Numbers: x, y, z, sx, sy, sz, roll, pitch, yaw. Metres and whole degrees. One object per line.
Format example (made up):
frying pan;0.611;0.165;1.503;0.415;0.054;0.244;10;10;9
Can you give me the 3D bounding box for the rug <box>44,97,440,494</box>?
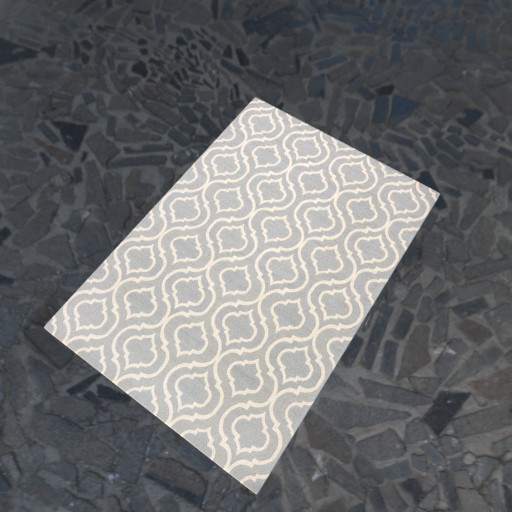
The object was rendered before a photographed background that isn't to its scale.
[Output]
rug;0.000;0.000;2.666;1.451;0.010;2.080;32;69;14
